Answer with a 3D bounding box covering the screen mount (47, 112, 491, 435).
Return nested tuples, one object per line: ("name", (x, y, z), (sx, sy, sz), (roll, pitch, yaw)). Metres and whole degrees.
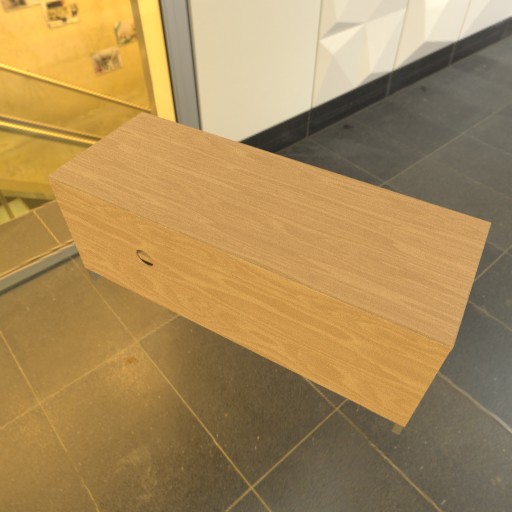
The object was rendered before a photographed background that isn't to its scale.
("screen mount", (0.000, 0.000, 1.296), (1.084, 0.432, 0.406), (22, 51, 20))
